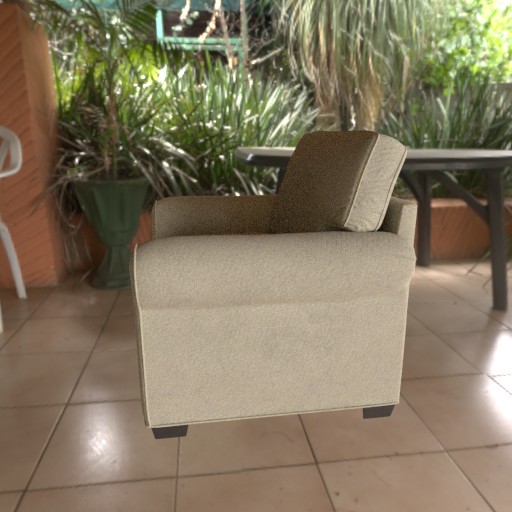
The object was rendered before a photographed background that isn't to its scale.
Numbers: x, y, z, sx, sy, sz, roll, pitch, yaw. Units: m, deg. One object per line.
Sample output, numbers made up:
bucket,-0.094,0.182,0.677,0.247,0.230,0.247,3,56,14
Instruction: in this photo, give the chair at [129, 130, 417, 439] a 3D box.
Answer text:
chair,0.000,0.000,1.917,0.939,1.044,1.147,-2,16,-8
